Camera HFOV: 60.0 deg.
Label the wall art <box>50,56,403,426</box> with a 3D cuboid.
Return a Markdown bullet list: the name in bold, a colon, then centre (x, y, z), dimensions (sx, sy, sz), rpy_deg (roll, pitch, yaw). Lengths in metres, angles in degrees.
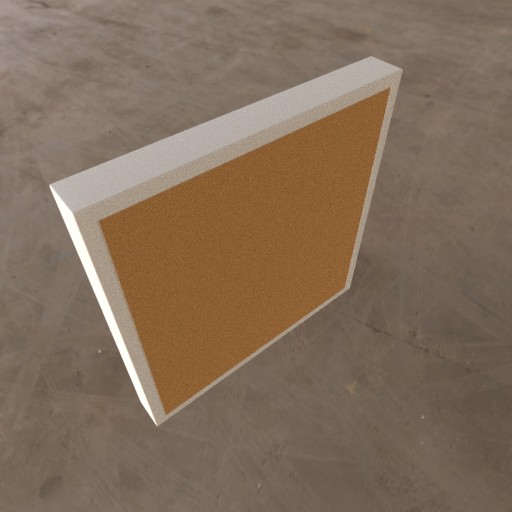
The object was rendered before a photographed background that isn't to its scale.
- **wall art**: centre (0.000, 0.000, 0.445), dimensions (0.305, 0.305, 0.037), rpy_deg (-31, 54, -26)
